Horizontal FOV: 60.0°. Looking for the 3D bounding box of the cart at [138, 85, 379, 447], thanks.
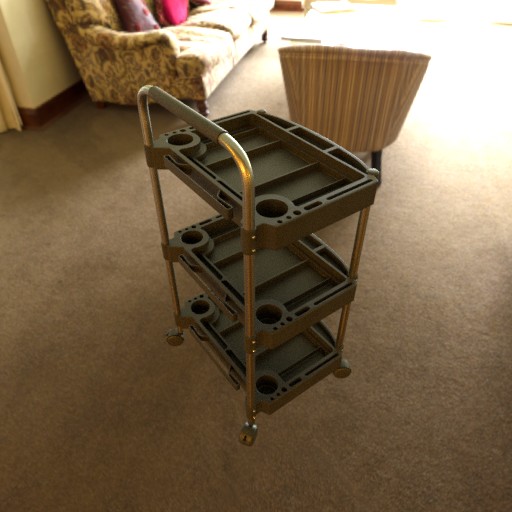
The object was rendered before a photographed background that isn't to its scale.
[{"bbox_3d":[0.000,0.000,1.425,0.518,1.075,0.584,-25,47,-27],"label":"cart"}]
